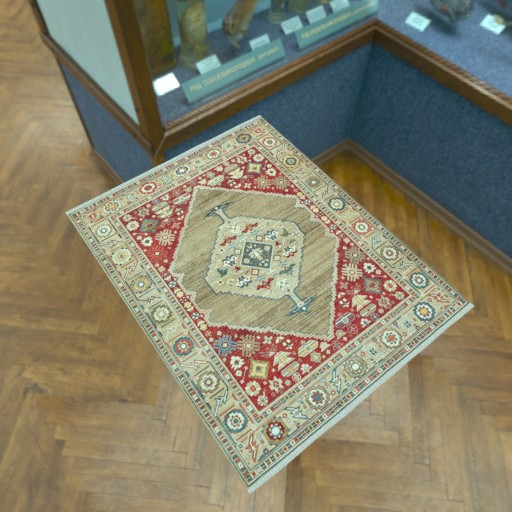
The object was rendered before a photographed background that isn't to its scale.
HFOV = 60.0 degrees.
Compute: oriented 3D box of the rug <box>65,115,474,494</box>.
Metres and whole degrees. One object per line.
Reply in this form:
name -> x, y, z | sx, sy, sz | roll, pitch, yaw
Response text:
rug -> 0.000, 0.000, 4.173 | 2.451, 0.008, 3.143 | -32, 63, -19
